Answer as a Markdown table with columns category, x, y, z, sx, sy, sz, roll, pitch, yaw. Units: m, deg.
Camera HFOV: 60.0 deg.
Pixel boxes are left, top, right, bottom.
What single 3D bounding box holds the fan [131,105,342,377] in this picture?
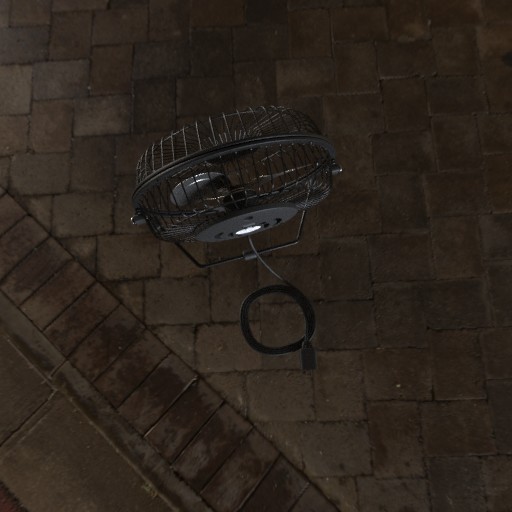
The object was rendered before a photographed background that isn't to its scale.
| category | x | y | z | sx | sy | sz | roll | pitch | yaw |
| --- | --- | --- | --- | --- | --- | --- | --- | --- | --- |
| fan | 0.000 | 0.000 | 0.384 | 0.209 | 0.188 | 0.227 | -15 | 76 | -4 |
